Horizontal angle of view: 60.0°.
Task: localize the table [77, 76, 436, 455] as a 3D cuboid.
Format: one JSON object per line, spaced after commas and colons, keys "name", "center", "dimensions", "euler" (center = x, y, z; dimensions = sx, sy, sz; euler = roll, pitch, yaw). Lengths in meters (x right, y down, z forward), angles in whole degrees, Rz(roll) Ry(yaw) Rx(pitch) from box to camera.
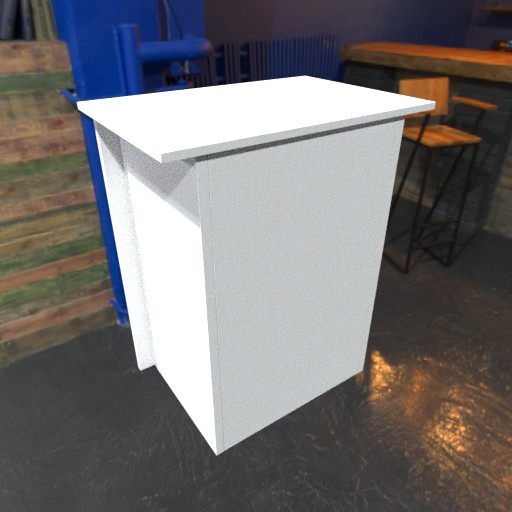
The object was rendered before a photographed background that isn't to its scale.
{"name": "table", "center": [0.000, 0.000, 1.062], "dimensions": [0.589, 0.711, 0.406], "euler": [-19, 35, -29]}
